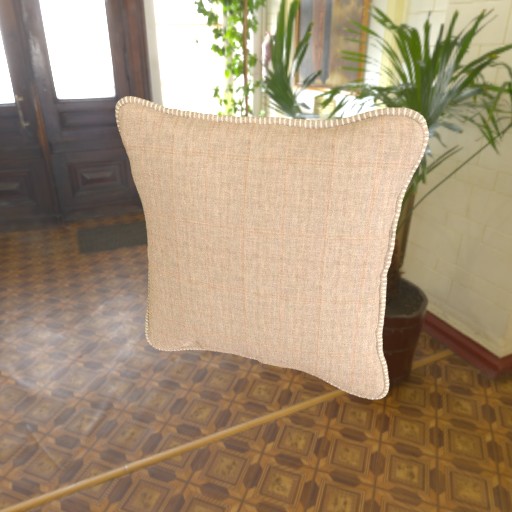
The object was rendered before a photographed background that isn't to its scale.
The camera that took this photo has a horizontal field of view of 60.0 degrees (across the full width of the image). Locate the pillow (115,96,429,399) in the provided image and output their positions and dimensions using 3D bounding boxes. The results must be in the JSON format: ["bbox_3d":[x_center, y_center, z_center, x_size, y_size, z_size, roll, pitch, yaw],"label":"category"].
[{"bbox_3d":[0.000,0.000,0.745,0.485,0.494,0.124,8,27,17],"label":"pillow"}]
